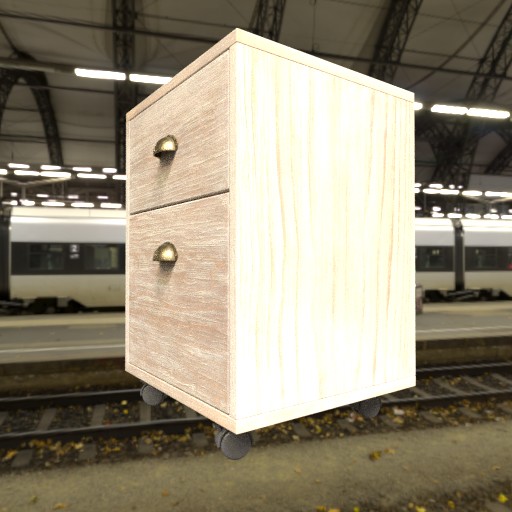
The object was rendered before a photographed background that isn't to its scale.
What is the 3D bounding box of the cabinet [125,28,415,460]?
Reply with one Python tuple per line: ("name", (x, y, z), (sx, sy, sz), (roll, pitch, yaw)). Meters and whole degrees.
("cabinet", (0.000, 0.000, 0.835), (0.401, 0.579, 0.409), (1, -1, -36))
